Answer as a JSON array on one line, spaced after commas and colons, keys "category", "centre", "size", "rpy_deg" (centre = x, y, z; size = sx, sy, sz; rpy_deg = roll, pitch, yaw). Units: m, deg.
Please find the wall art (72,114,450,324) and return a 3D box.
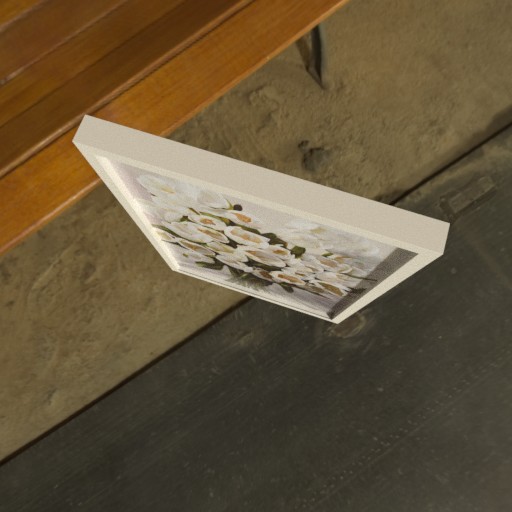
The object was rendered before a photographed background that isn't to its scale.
[{"category": "wall art", "centre": [0.000, 0.000, 0.832], "size": [0.450, 0.657, 0.038], "rpy_deg": [18, 75, 5]}]
